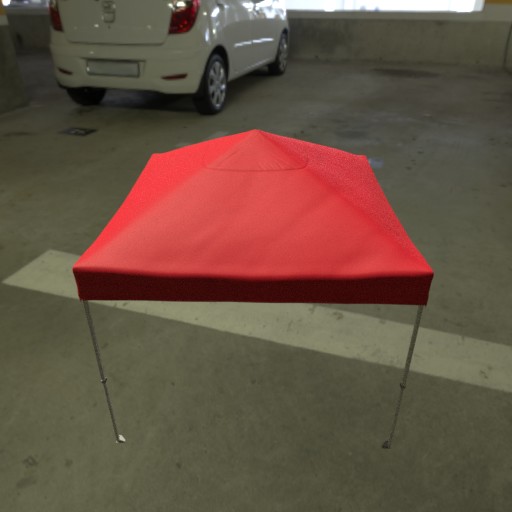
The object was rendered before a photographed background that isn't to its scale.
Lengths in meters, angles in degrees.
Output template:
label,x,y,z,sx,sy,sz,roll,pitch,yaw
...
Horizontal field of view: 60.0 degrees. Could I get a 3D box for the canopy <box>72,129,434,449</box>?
label,x,y,z,sx,sy,sz,roll,pitch,yaw
canopy,0.000,0.000,5.279,2.996,2.997,2.998,1,31,1
